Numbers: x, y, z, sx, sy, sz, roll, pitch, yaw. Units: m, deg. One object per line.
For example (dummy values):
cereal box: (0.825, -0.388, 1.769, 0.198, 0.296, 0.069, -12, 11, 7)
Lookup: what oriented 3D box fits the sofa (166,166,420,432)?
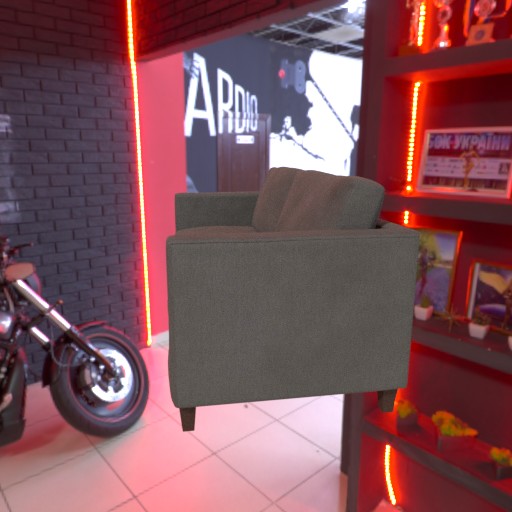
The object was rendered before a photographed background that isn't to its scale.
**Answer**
sofa: (0.000, 0.000, 2.493, 0.950, 0.963, 1.884, -2, 13, -9)
